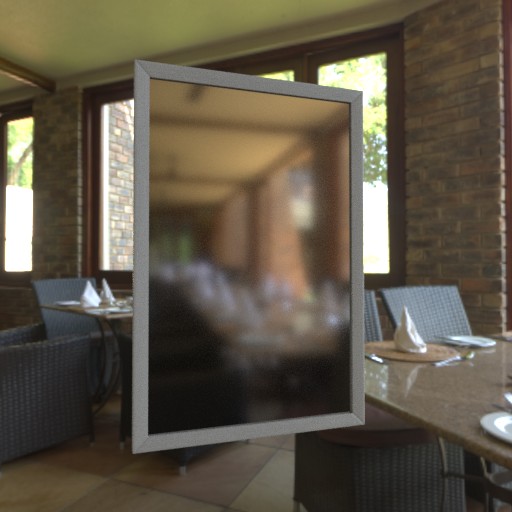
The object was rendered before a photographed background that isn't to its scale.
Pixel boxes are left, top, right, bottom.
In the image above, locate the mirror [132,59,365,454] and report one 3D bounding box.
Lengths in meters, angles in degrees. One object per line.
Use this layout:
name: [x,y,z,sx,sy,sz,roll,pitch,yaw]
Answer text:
mirror: [0.000,0.000,1.140,0.609,0.915,0.040,0,-1,-18]
